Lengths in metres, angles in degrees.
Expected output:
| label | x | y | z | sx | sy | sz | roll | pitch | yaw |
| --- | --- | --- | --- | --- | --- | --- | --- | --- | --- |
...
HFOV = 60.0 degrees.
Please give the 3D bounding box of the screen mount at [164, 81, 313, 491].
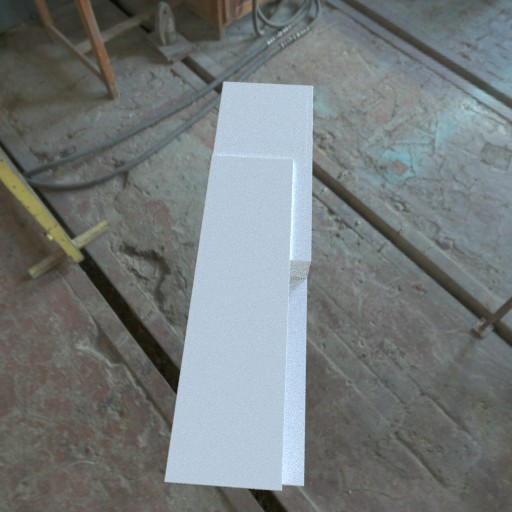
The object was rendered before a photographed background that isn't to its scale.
| label | x | y | z | sx | sy | sz | roll | pitch | yaw |
| --- | --- | --- | --- | --- | --- | --- | --- | --- | --- |
| screen mount | 0.000 | 0.000 | 1.810 | 0.420 | 0.320 | 1.680 | 3 | 62 | 2 |
